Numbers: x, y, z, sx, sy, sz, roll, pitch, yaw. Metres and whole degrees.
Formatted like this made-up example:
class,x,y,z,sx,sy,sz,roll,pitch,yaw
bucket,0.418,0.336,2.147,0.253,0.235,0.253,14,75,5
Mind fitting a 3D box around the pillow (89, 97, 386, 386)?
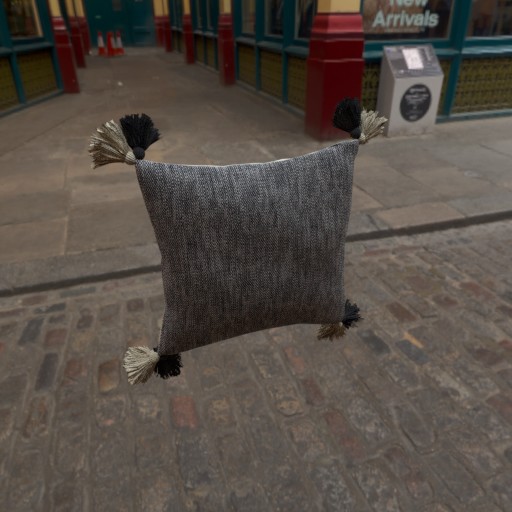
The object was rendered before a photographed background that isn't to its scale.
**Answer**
class,x,y,z,sx,sy,sz,roll,pitch,yaw
pillow,0.000,0.000,1.002,0.654,0.659,0.170,-9,30,-16
